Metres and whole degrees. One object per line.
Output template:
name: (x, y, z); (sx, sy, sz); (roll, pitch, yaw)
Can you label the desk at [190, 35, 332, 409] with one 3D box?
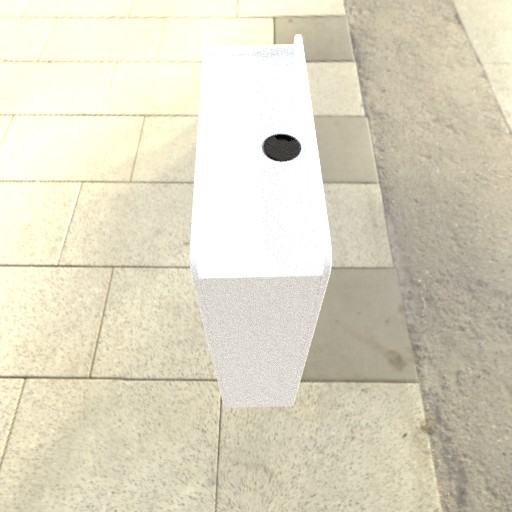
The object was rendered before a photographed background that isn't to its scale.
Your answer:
desk: (0.000, 0.000, 1.563); (0.278, 1.190, 0.795); (-1, 58, -1)
